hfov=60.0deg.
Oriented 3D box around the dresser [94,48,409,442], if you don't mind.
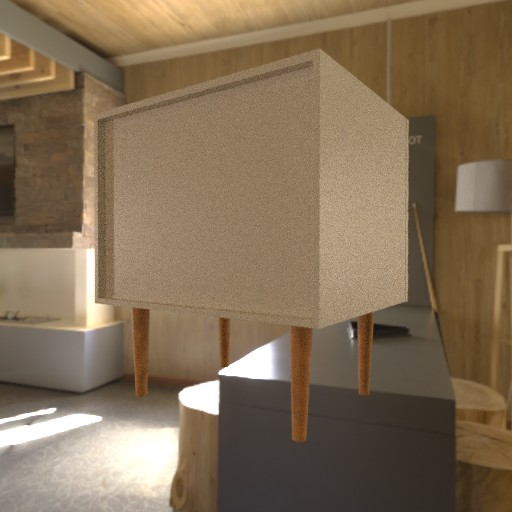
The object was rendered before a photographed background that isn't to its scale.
[{"bbox_3d":[0.000,0.000,0.914,0.503,0.568,0.414,1,1,35],"label":"dresser"}]
